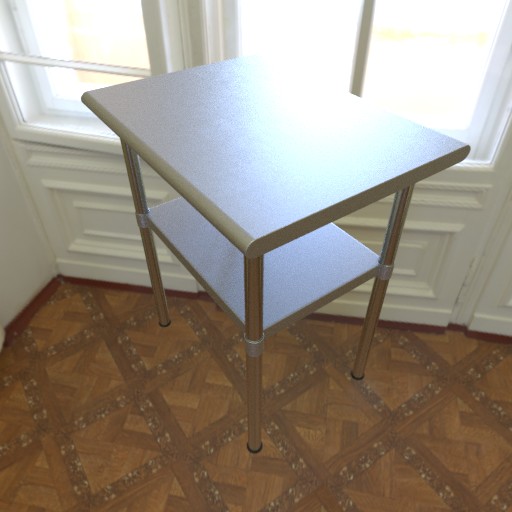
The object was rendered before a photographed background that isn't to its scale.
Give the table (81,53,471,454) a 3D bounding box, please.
[{"bbox_3d":[0.000,0.000,1.329,0.584,0.876,0.762,-25,47,-26],"label":"table"}]
